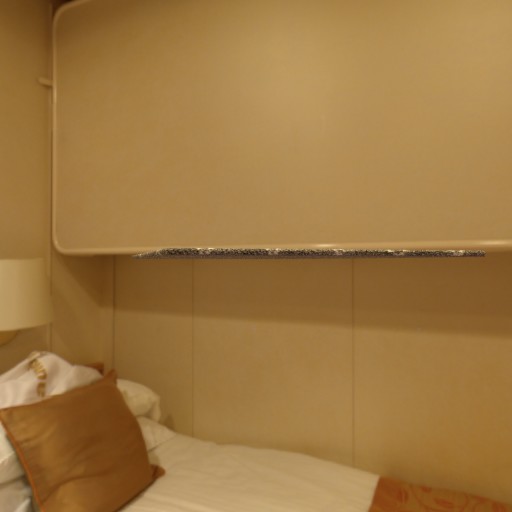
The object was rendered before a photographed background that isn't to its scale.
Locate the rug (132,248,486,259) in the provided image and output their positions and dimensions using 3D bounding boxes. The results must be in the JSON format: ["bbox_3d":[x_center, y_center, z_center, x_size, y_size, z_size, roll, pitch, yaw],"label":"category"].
[{"bbox_3d":[0.000,0.000,3.032,1.524,0.030,2.438,0,-1,-18],"label":"rug"}]
